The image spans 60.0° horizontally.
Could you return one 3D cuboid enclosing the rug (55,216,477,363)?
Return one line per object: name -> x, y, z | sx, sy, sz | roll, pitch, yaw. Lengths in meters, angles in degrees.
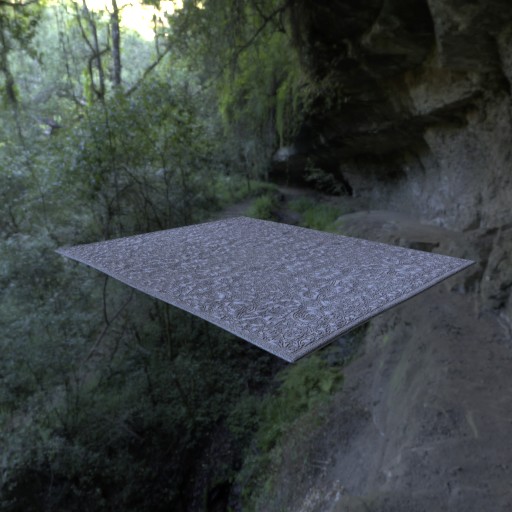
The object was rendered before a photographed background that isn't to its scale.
rug -> 0.000, 0.000, 4.067 | 2.472, 0.035, 3.017 | -15, 22, -43
